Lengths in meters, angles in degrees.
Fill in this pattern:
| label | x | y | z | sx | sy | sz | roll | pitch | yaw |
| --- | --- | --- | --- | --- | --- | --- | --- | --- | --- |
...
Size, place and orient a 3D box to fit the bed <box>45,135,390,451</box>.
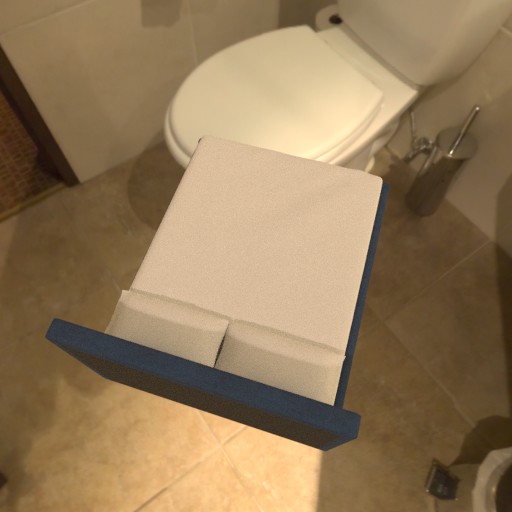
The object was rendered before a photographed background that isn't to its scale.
| label | x | y | z | sx | sy | sz | roll | pitch | yaw |
| --- | --- | --- | --- | --- | --- | --- | --- | --- | --- |
| bed | 0.000 | 0.000 | 3.236 | 1.723 | 1.231 | 2.172 | 15 | 64 | 8 |
